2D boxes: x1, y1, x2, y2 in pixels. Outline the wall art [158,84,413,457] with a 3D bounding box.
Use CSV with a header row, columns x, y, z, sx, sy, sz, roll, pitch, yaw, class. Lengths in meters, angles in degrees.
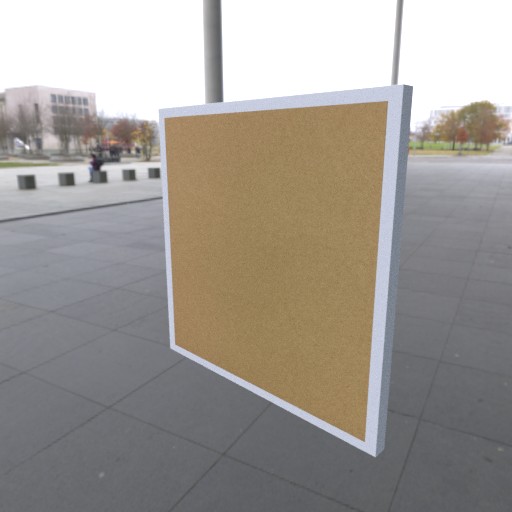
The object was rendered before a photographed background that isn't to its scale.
x,y,z,sx,sy,sz,roll,pitch,yaw,class
0.000,0.000,1.142,0.763,0.761,0.038,13,19,43,wall art
